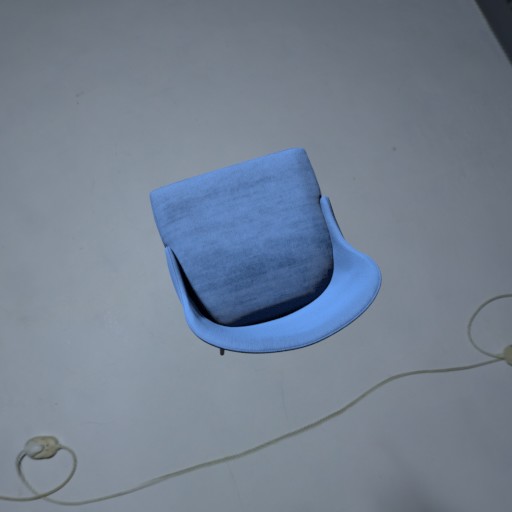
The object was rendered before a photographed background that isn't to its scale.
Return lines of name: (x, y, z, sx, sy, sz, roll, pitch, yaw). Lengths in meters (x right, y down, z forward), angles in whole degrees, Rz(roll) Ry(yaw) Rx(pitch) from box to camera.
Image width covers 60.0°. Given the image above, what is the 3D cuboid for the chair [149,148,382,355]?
chair: (0.000, 0.000, 1.218, 0.478, 0.896, 0.559, -18, 76, -4)
